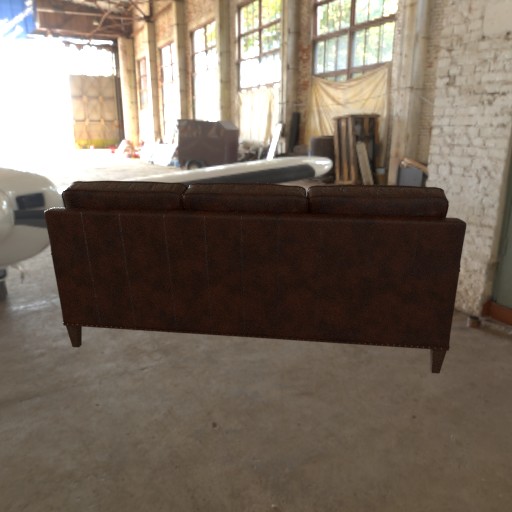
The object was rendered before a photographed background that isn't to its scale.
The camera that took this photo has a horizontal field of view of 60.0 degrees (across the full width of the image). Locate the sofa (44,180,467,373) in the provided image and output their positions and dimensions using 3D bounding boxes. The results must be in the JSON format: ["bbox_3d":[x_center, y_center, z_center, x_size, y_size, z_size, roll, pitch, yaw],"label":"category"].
[{"bbox_3d":[0.000,0.000,2.827,2.240,1.003,1.084,2,16,8],"label":"sofa"}]
